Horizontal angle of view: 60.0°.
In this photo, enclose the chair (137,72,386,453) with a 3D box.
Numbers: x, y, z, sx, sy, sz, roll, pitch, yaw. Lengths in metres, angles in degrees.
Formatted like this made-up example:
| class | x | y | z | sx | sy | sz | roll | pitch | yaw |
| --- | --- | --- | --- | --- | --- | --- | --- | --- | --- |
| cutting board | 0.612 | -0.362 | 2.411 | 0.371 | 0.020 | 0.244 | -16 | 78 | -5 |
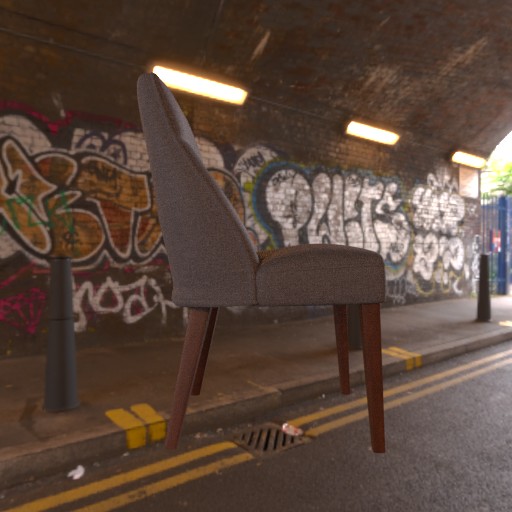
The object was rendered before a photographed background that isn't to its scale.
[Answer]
| class | x | y | z | sx | sy | sz | roll | pitch | yaw |
| --- | --- | --- | --- | --- | --- | --- | --- | --- | --- |
| chair | 0.000 | 0.000 | 1.270 | 0.620 | 0.930 | 0.500 | 0 | 1 | 1 |
